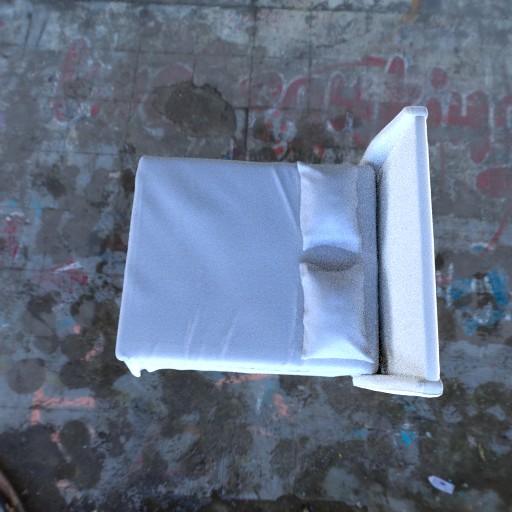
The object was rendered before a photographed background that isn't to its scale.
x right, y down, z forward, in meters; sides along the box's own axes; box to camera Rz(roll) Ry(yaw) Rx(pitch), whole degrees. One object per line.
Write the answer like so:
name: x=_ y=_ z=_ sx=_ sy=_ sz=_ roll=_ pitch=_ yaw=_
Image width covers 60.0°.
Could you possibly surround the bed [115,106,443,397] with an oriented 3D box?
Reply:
bed: x=0.000 y=0.000 z=3.433 sx=2.276 sy=1.332 sz=1.925 roll=3 pitch=76 yaw=1
